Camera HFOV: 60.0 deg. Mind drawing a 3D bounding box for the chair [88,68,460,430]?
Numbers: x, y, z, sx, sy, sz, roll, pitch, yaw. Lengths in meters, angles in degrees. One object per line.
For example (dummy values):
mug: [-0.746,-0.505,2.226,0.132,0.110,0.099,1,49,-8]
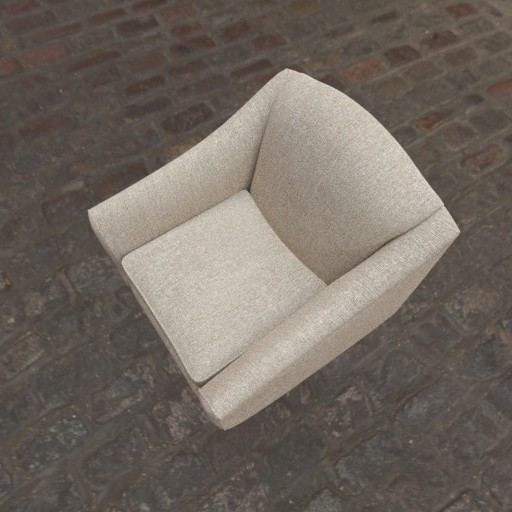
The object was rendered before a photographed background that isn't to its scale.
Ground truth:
chair: [0.000,0.000,1.443,0.787,0.839,0.763,-32,67,-15]
